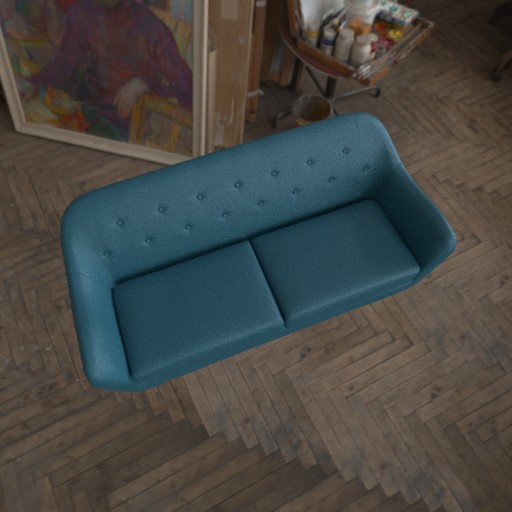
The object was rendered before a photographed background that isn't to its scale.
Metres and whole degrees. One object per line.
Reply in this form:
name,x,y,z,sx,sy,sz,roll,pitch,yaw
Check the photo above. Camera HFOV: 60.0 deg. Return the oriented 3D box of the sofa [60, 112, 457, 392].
sofa,0.000,0.000,2.322,1.840,0.836,0.820,-19,65,-9
